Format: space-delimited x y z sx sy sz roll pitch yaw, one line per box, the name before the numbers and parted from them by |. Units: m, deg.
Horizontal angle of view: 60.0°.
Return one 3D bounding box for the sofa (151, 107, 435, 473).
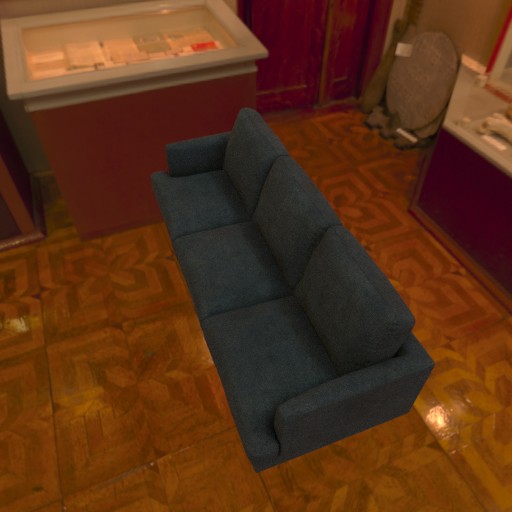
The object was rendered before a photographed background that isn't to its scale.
sofa | 0.000 0.000 2.738 0.903 0.930 2.246 -15 48 -14
